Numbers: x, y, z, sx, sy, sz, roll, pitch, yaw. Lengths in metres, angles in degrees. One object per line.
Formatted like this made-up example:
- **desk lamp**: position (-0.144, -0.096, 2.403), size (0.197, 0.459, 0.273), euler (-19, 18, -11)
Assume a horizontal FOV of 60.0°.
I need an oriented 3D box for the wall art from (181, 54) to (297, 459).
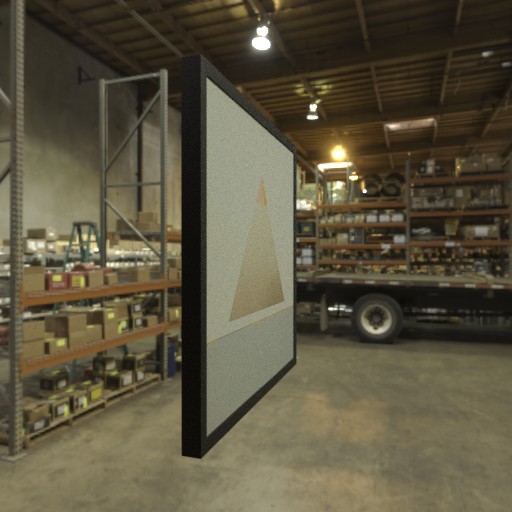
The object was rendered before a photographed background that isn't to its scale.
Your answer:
- **wall art**: position (0.000, 0.000, 1.208), size (0.042, 0.766, 0.769), euler (0, 0, 19)
